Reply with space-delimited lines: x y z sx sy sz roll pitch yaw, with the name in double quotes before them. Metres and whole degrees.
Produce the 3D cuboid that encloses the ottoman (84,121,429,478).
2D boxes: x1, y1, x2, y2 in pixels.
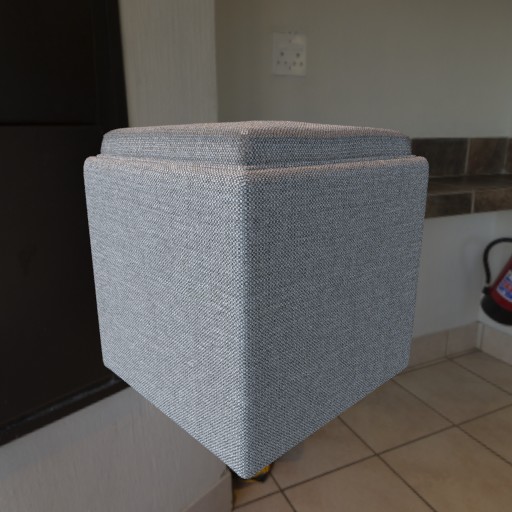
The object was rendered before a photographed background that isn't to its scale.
"ottoman" 0.000 0.000 0.837 0.454 0.487 0.436 -14 21 -41
